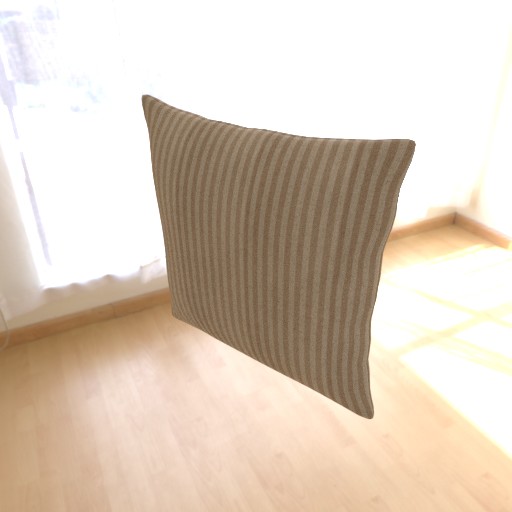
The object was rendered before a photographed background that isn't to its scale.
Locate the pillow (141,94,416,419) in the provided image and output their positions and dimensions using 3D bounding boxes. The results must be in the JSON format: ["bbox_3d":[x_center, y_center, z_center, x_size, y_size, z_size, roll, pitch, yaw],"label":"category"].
[{"bbox_3d":[0.000,0.000,0.809,0.523,0.510,0.166,21,36,32],"label":"pillow"}]
